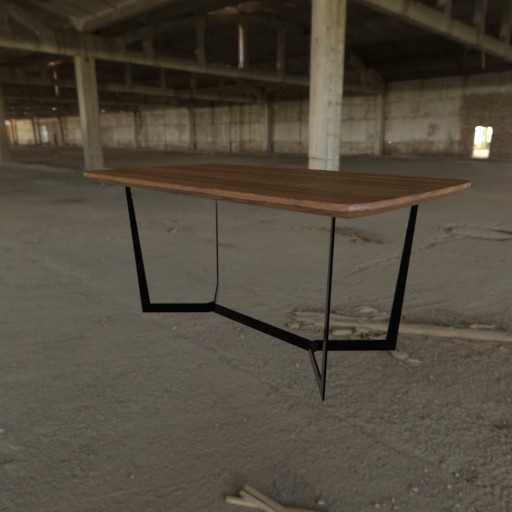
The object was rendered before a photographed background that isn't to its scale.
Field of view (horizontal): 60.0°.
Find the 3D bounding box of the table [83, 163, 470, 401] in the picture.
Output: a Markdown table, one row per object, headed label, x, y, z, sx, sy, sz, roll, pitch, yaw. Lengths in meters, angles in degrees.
| label | x | y | z | sx | sy | sz | roll | pitch | yaw |
| --- | --- | --- | --- | --- | --- | --- | --- | --- | --- |
| table | 0.000 | 0.000 | 2.128 | 1.643 | 0.765 | 0.949 | 14 | 21 | 42 |
